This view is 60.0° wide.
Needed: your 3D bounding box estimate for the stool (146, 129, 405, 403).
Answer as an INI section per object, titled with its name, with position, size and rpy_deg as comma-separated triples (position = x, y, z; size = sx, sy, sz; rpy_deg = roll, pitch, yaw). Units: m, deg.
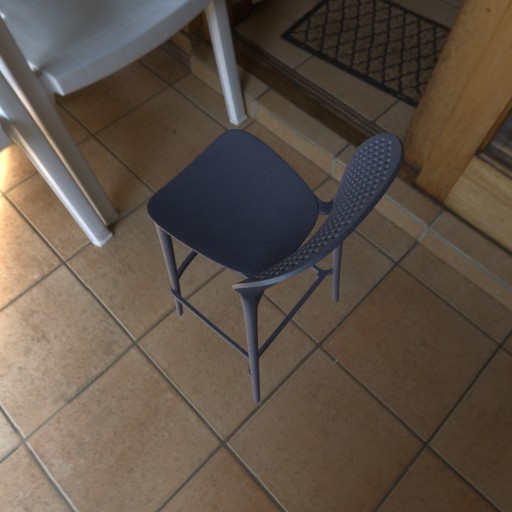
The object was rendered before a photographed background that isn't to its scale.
[stool]
position = 0.000, 0.000, 1.330
size = 0.535, 1.045, 0.536
rpy_deg = 36, 69, 17
